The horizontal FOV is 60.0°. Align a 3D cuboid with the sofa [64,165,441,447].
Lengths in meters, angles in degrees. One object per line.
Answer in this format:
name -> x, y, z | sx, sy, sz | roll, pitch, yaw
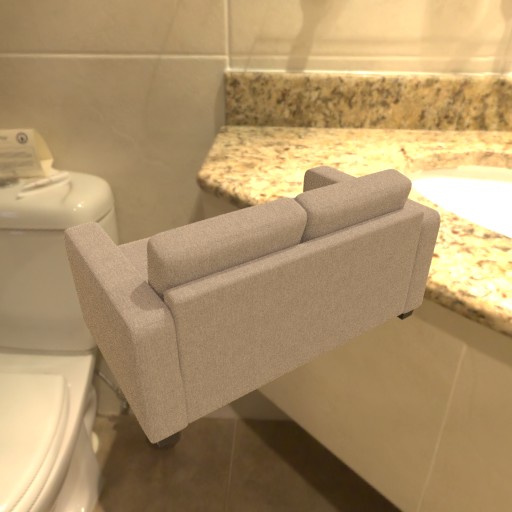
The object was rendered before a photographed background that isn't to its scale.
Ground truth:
sofa -> 0.000, 0.000, 2.119 | 1.540, 0.800, 0.900 | -19, 35, -29
